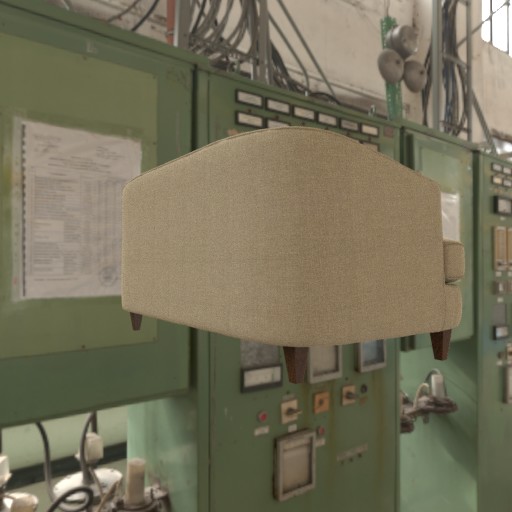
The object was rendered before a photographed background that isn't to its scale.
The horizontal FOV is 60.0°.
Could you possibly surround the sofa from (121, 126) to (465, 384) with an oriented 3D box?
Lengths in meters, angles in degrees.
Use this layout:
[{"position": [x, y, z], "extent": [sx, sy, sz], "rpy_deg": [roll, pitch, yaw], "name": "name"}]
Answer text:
[{"position": [0.000, 0.000, 2.238], "extent": [0.941, 0.855, 1.733], "rpy_deg": [1, -1, -36], "name": "sofa"}]
